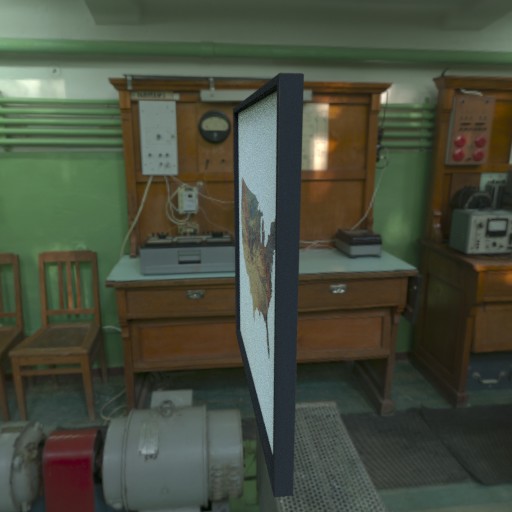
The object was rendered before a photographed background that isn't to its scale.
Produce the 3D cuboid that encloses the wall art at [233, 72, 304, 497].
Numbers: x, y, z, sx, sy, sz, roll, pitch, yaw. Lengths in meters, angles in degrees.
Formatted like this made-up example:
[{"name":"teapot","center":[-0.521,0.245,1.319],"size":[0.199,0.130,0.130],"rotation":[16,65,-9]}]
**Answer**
[{"name":"wall art","center":[0.000,0.000,1.123],"size":[0.038,0.762,0.762],"rotation":[-2,15,-8]}]
